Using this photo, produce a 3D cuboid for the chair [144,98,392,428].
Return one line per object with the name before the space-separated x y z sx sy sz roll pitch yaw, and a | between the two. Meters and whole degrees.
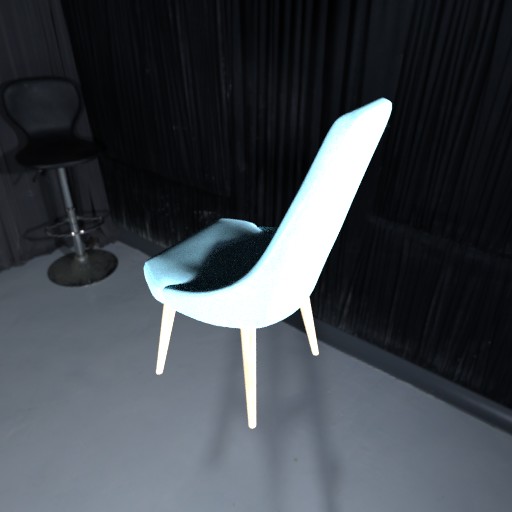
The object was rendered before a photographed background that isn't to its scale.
chair | 0.000 0.000 1.419 0.660 1.040 0.510 22 39 30
